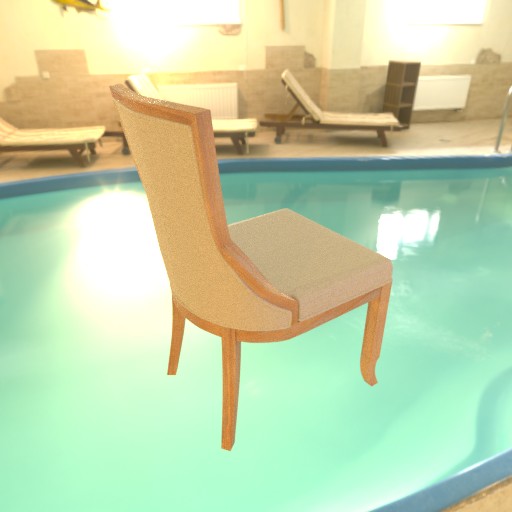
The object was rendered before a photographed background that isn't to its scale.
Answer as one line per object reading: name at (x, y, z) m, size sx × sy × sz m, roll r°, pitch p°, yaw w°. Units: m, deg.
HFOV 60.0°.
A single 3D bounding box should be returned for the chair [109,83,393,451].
chair at (0.000, 0.000, 1.306) m, size 0.641 × 0.947 × 0.524 m, roll -18°, pitch 33°, yaw -30°
